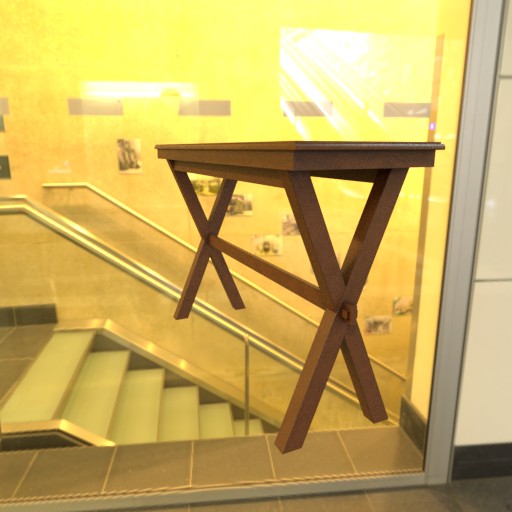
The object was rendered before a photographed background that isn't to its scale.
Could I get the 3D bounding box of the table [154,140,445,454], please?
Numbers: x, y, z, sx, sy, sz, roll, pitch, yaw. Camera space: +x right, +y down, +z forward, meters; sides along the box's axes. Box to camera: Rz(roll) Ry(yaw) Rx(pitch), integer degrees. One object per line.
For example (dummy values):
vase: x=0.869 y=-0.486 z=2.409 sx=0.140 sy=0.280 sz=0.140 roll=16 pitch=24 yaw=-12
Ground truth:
table: x=0.000 y=0.000 z=1.553 sx=0.399 sy=0.763 sz=1.197 roll=-6 pitch=15 yaw=-25
